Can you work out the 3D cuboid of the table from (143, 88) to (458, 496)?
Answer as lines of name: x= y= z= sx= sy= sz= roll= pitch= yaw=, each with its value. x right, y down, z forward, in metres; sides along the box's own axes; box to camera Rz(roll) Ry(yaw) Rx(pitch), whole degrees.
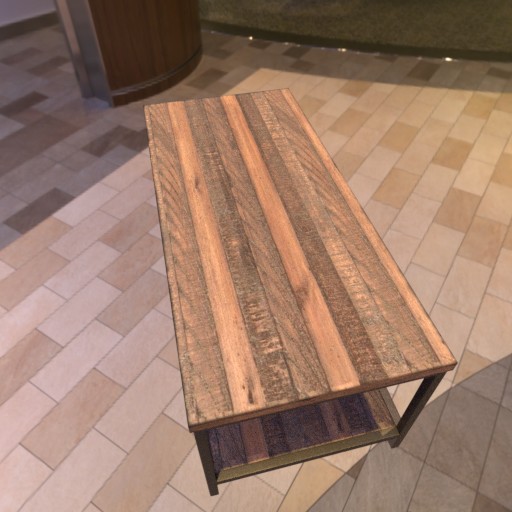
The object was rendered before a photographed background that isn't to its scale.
table: x=0.000 y=0.000 z=1.175 sx=0.452 sy=0.399 sz=0.990 roll=-10 pitch=48 yaw=-9
